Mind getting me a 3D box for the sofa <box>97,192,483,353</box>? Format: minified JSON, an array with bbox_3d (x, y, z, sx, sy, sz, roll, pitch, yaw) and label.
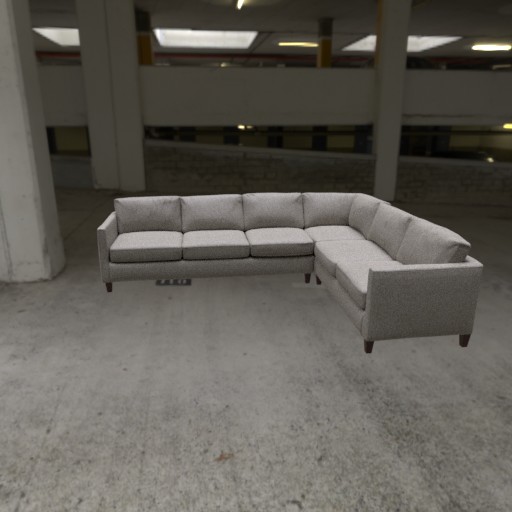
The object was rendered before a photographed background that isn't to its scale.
[{"bbox_3d":[0.000,0.000,4.522,3.302,0.947,2.593,-2,17,-7],"label":"sofa"}]
